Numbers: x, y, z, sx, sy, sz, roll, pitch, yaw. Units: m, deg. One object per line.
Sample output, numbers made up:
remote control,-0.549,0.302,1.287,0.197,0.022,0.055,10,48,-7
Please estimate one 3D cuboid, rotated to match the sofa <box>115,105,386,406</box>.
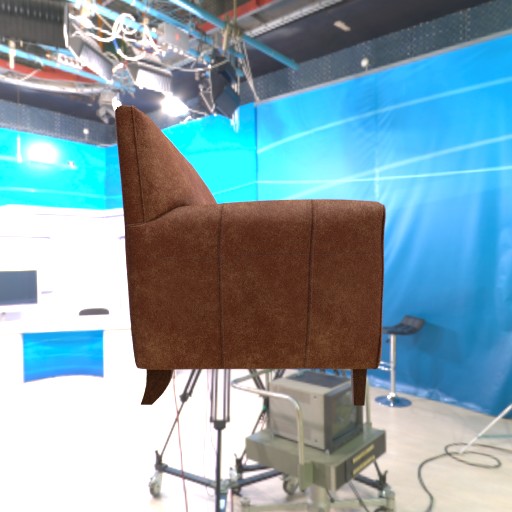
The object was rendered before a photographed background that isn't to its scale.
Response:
sofa,0.000,0.000,1.976,0.787,0.871,1.473,0,1,0
